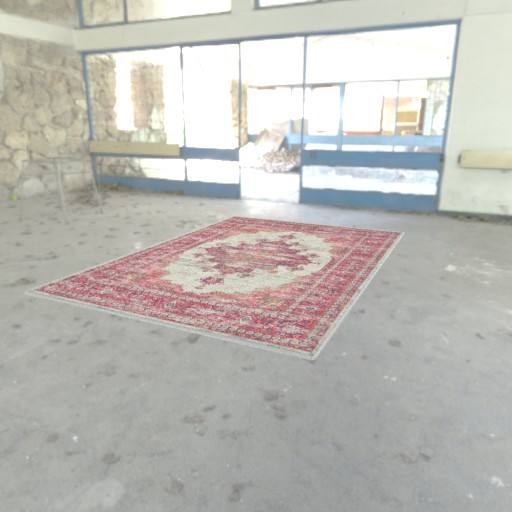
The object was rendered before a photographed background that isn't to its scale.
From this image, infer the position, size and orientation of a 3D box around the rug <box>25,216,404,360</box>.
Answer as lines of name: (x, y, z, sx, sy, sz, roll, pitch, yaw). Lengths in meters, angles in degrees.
rug: (0.000, 0.000, 2.268, 1.217, 0.011, 1.747, 8, 18, 25)
